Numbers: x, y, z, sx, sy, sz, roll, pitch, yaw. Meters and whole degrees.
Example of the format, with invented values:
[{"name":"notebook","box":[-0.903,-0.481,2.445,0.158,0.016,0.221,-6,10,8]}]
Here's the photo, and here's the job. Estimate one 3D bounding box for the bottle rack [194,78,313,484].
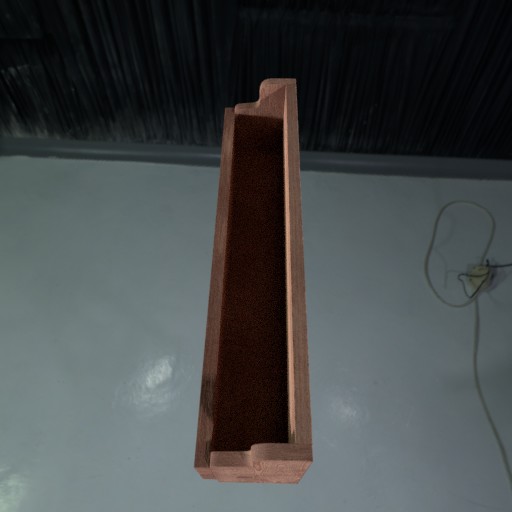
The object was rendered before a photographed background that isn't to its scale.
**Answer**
[{"name":"bottle rack","box":[0.000,0.000,0.686,0.126,0.196,0.608,1,57,1]}]
